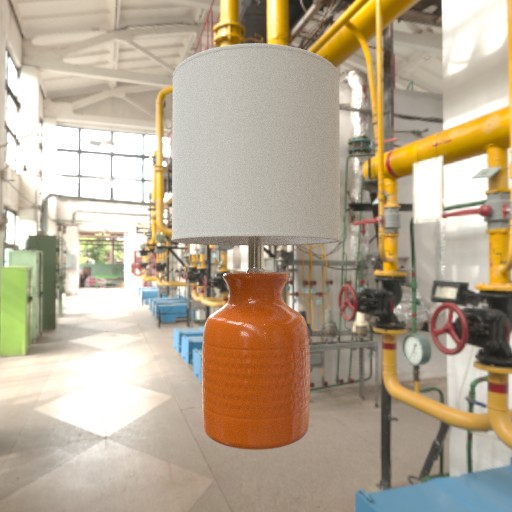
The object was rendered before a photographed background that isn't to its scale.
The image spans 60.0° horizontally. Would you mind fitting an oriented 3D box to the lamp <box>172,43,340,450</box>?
[{"bbox_3d":[0.000,0.000,1.116,0.418,0.871,0.418,0,-1,-18],"label":"lamp"}]
